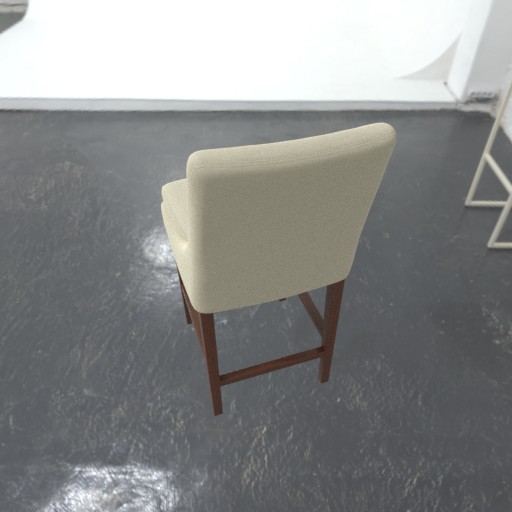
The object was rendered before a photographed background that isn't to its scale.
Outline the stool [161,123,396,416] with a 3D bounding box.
[{"bbox_3d":[0.000,0.000,1.318,0.470,0.981,0.577,-13,43,-14],"label":"stool"}]
